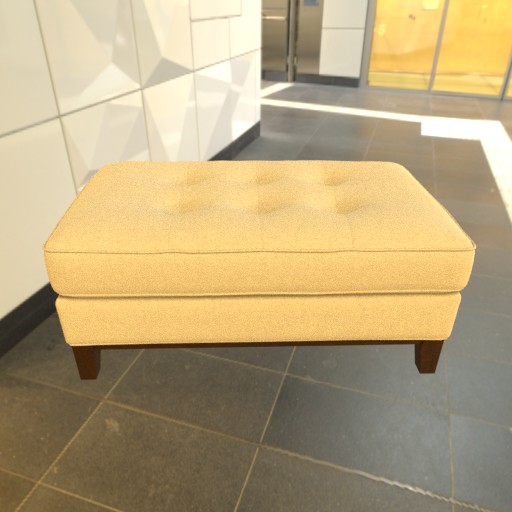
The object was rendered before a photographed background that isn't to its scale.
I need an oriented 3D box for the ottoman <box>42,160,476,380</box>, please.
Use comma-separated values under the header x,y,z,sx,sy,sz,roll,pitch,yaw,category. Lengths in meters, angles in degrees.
x,y,z,sx,sy,sz,roll,pitch,yaw,category
0.000,0.000,1.488,1.143,0.508,0.648,-1,31,-1,ottoman
